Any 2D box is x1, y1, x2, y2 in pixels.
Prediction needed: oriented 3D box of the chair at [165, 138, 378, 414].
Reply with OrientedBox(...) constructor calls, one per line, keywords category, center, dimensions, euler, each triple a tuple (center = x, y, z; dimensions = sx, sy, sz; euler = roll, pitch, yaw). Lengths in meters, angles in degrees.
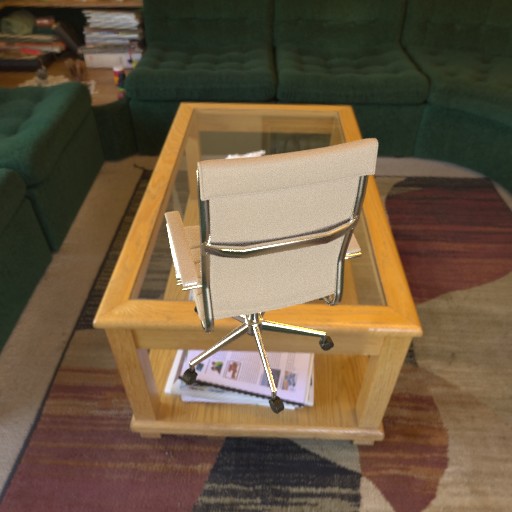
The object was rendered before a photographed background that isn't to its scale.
OrientedBox(category="chair", center=(0.000, 0.000, 1.606), dimensions=(0.679, 1.149, 0.667), euler=(-10, 42, -12))
